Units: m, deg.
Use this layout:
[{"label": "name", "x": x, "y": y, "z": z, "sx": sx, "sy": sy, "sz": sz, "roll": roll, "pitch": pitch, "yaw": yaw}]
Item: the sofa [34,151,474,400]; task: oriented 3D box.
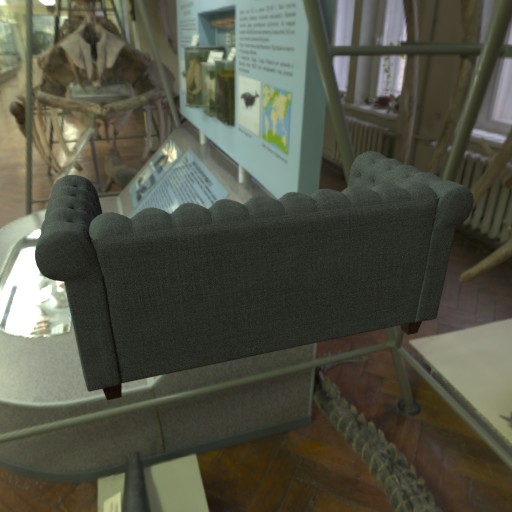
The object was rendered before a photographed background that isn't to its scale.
[{"label": "sofa", "x": 0.000, "y": 0.000, "z": 2.177, "sx": 1.798, "sy": 0.797, "sz": 0.783, "roll": -8, "pitch": 27, "yaw": -16}]
